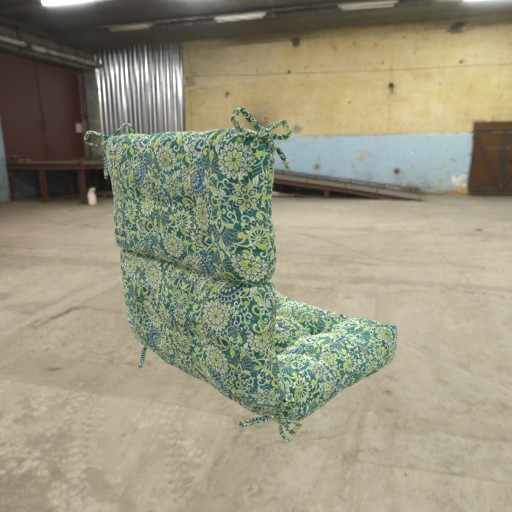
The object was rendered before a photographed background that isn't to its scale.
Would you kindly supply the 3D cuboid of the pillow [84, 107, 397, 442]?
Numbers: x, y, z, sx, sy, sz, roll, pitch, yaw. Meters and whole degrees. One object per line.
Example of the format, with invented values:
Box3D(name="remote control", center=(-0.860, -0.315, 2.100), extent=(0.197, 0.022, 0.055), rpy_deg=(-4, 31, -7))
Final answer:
Box3D(name="pillow", center=(0.000, 0.000, 1.044), extent=(0.519, 0.605, 0.571), rpy_deg=(13, 18, 43))
